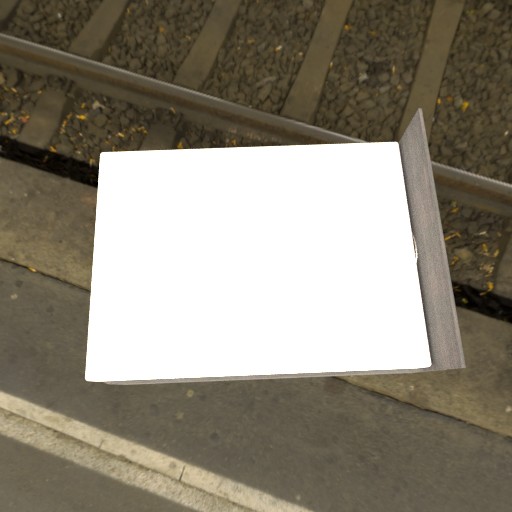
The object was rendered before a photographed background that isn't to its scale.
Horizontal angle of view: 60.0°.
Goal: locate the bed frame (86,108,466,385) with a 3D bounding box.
[{"bbox_3d":[0.000,0.000,2.636,1.900,0.800,1.400,-2,73,-1],"label":"bed frame"}]
